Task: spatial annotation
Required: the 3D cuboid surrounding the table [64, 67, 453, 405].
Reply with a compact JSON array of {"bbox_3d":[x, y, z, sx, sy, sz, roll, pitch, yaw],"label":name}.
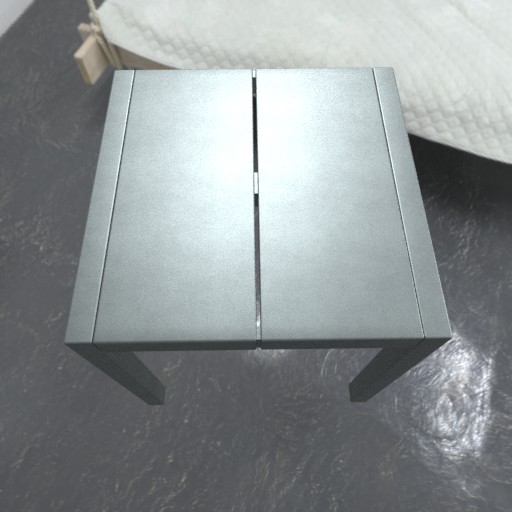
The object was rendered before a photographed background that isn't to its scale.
[{"bbox_3d":[0.000,0.000,0.915,0.508,0.508,0.508,-1,63,0],"label":"table"}]
